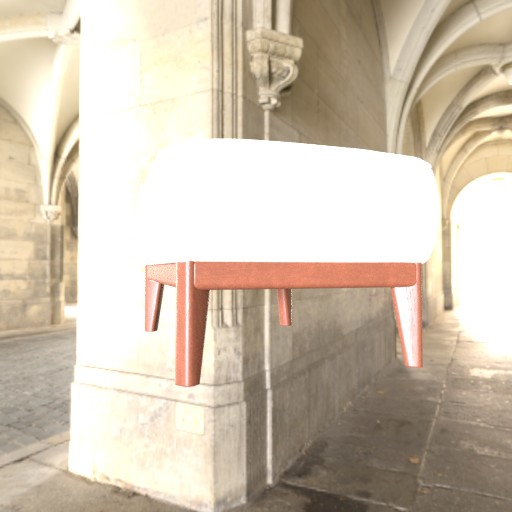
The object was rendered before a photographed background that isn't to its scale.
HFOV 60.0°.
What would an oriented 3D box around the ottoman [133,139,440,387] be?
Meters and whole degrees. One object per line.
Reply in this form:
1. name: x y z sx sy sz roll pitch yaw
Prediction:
1. ottoman: 0.000 0.000 1.177 0.594 0.465 0.794 1 -2 -18
